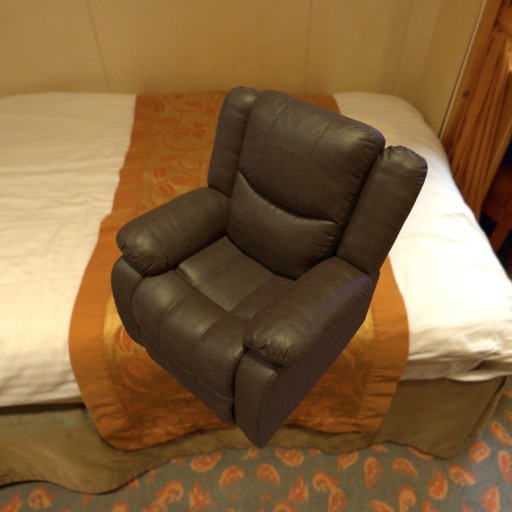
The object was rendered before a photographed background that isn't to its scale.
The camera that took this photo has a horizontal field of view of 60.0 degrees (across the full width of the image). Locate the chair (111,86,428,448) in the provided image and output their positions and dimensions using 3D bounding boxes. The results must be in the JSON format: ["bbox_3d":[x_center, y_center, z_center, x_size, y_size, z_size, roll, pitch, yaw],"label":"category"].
[{"bbox_3d":[0.000,0.000,1.757,0.899,1.009,0.934,31,53,27],"label":"chair"}]
